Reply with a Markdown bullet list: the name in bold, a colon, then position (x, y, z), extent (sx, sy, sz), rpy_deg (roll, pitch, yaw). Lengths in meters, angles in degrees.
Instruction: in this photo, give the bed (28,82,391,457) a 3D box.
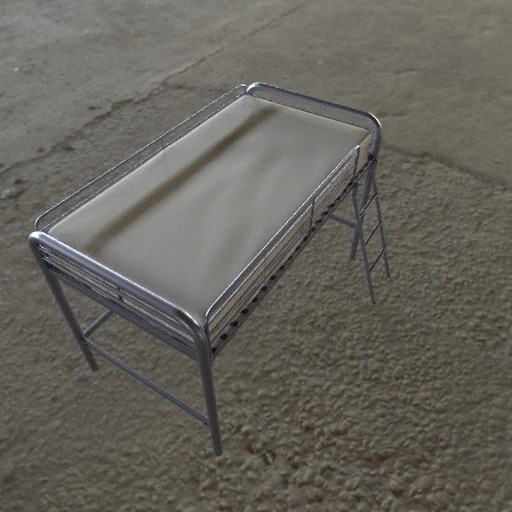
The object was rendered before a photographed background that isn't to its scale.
- **bed**: position (0.000, 0.000, 2.860), extent (1.415, 1.288, 1.965), rpy_deg (24, 50, 22)
